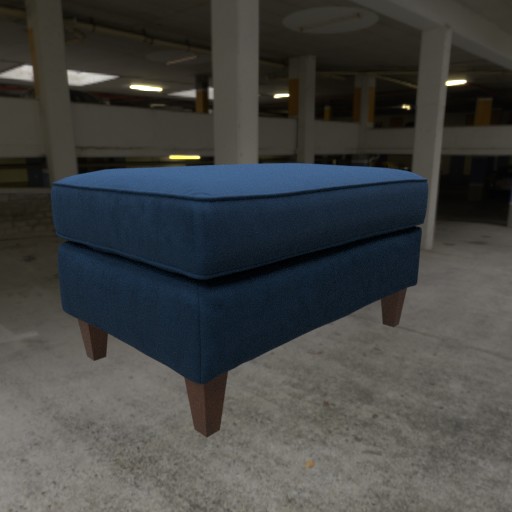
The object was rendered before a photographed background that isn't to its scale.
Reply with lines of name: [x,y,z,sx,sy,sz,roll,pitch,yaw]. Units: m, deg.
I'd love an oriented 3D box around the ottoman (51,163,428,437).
ottoman: [0.000,0.000,1.196,0.583,0.484,0.862,13,18,42]
